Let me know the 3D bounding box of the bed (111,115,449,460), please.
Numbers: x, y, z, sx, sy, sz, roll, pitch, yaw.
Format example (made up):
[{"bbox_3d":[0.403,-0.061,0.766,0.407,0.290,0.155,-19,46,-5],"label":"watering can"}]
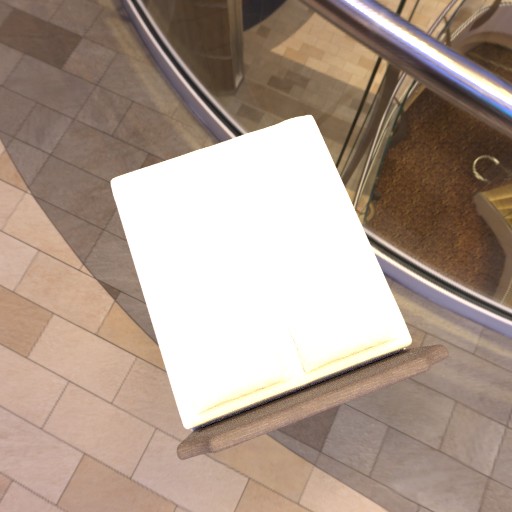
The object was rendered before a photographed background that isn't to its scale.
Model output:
[{"bbox_3d":[0.000,0.000,4.127,2.350,1.590,2.773,-19,76,-5],"label":"bed"}]
